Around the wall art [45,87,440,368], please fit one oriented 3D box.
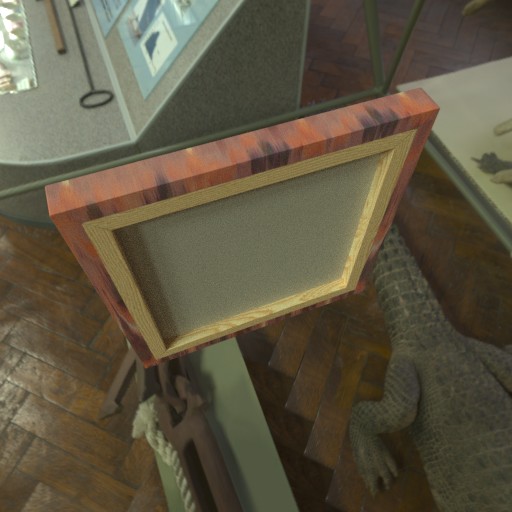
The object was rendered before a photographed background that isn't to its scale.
[{"bbox_3d":[0.000,0.000,0.608,0.403,0.406,0.038,-18,59,-11],"label":"wall art"}]
